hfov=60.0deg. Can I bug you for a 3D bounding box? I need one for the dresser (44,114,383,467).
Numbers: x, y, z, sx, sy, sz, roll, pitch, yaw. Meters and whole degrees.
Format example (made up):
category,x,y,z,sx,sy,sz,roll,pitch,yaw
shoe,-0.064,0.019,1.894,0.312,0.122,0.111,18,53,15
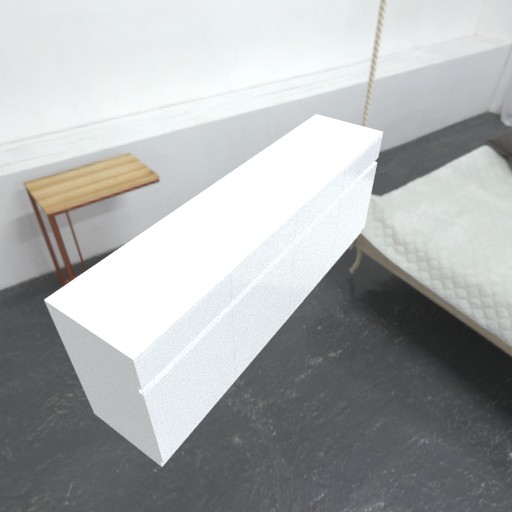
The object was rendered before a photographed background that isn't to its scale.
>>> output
category,x,y,z,sx,sy,sz,roll,pitch,yaw
dresser,0.000,0.000,2.593,0.500,0.840,2.200,24,46,26
